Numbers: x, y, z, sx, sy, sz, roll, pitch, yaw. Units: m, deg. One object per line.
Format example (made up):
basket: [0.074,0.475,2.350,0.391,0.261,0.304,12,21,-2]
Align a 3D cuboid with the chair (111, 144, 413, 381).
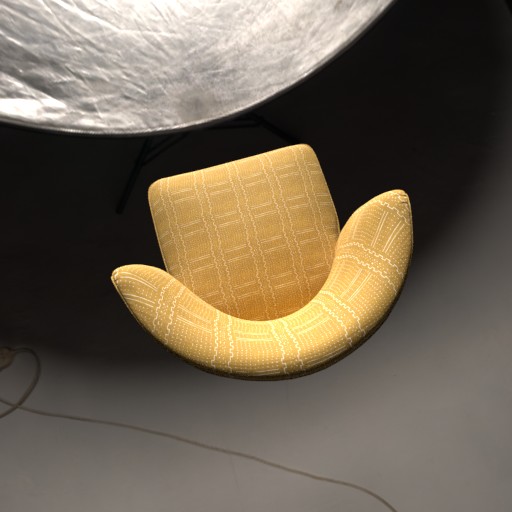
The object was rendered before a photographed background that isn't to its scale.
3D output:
chair: [0.000,0.000,1.407,0.706,0.866,0.758,-16,76,-4]
